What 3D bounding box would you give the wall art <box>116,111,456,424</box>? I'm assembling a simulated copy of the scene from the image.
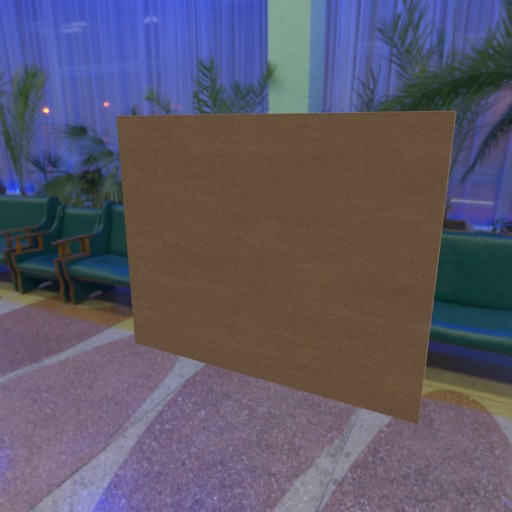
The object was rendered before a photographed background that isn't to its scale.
[{"bbox_3d":[0.000,0.000,0.668,0.508,0.408,0.012,8,18,27],"label":"wall art"}]
